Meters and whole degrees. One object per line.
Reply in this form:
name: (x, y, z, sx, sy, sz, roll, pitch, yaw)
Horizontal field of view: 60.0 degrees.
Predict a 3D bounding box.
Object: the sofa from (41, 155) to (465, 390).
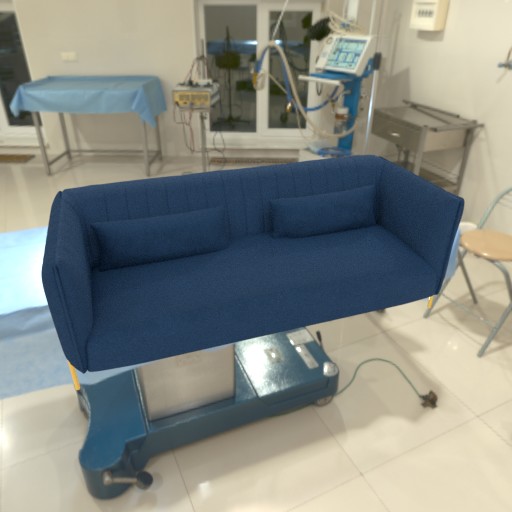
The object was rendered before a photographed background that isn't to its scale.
sofa: (0.000, 0.000, 2.562, 2.136, 0.793, 0.896, -10, 32, -16)
